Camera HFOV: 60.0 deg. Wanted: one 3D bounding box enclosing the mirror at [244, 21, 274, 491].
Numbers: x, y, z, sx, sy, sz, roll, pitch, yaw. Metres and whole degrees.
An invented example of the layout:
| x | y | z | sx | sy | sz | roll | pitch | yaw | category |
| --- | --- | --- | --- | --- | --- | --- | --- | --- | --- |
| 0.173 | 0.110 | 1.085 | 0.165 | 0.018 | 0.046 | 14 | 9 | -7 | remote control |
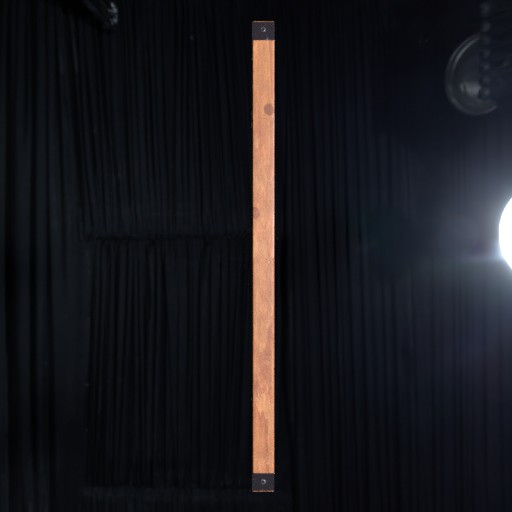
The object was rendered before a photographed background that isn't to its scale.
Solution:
| x | y | z | sx | sy | sz | roll | pitch | yaw | category |
| --- | --- | --- | --- | --- | --- | --- | --- | --- | --- |
| 0.000 | 0.000 | 0.972 | 0.053 | 0.761 | 0.517 | 0 | 1 | -1 | mirror |
